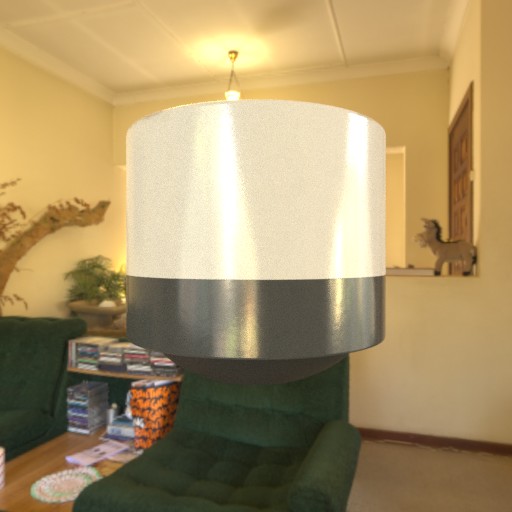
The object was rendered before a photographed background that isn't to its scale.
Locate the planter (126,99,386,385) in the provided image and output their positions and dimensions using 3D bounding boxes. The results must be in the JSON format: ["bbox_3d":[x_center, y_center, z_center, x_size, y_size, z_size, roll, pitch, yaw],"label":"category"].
[{"bbox_3d":[0.000,0.000,0.344,0.193,0.177,0.193,0,0,0],"label":"planter"}]
